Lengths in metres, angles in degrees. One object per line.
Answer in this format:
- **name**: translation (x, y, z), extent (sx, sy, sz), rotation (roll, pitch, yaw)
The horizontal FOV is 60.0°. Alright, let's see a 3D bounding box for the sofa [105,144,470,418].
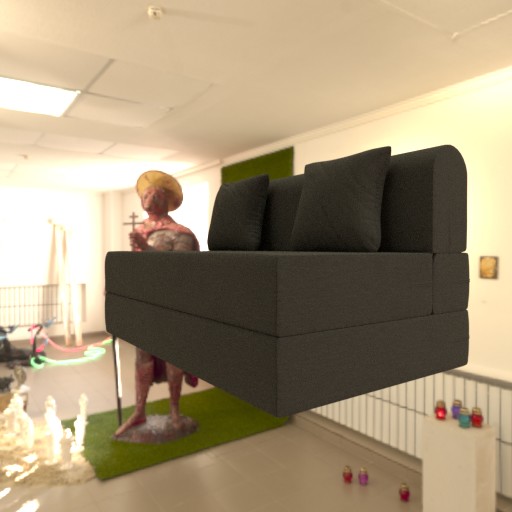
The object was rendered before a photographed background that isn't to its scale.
- **sofa**: translation (0.000, 0.000, 1.650), extent (0.762, 0.670, 1.225), rotation (-1, 1, -35)
